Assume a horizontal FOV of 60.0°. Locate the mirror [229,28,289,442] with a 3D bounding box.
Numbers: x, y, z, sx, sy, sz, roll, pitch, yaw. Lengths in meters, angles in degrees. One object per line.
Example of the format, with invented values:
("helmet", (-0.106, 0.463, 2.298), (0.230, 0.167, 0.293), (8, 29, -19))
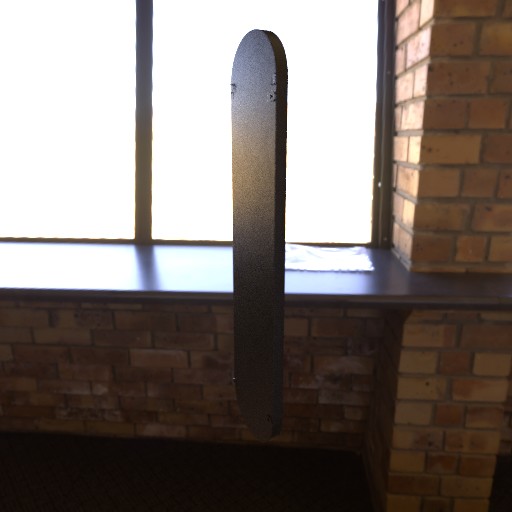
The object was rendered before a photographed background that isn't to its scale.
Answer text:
("mirror", (0.000, 0.000, 1.068), (0.032, 0.991, 0.222), (-8, 17, -26))
